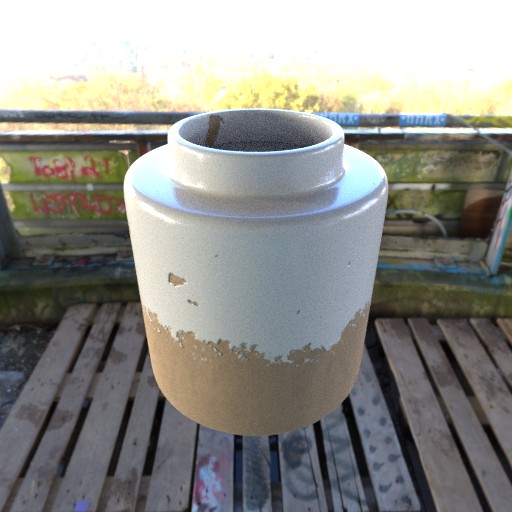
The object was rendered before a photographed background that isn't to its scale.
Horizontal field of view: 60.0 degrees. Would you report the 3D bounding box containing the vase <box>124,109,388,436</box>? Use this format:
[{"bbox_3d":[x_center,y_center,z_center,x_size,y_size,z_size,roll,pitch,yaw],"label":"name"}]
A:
[{"bbox_3d":[0.000,0.000,0.291,0.153,0.167,0.153,0,31,0],"label":"vase"}]
